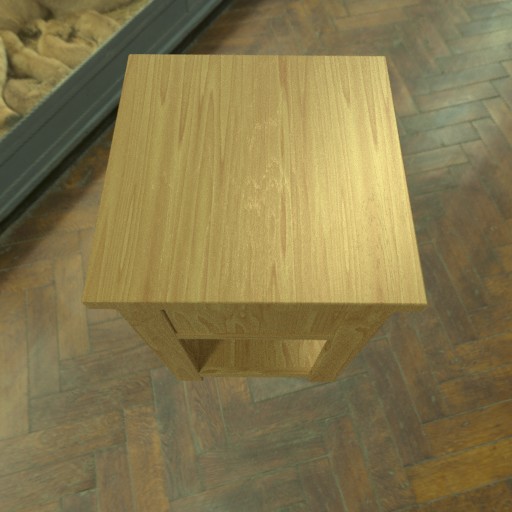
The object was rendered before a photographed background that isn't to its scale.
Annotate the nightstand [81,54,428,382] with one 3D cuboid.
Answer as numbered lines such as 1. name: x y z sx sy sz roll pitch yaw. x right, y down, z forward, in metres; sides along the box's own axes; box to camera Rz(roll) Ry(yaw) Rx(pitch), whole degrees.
1. nightstand: 0.000 0.000 0.901 0.418 0.614 0.428 0 64 0
